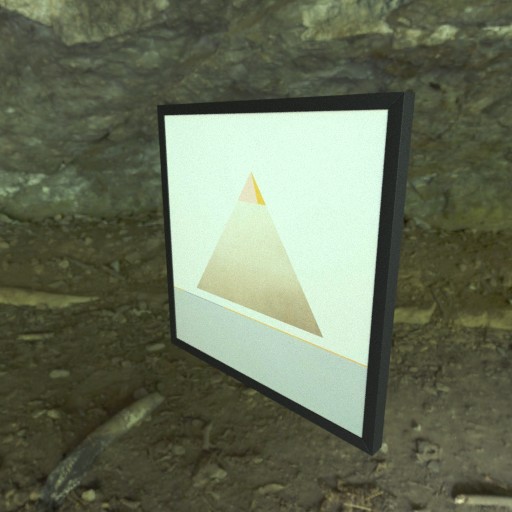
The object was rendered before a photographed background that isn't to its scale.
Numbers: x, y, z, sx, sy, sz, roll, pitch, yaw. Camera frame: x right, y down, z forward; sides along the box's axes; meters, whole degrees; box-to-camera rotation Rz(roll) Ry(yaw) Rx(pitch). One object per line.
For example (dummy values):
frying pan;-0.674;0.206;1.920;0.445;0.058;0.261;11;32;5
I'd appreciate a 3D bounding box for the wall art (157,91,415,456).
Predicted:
wall art;0.000;0.000;0.770;0.513;0.511;0.028;15;22;42
